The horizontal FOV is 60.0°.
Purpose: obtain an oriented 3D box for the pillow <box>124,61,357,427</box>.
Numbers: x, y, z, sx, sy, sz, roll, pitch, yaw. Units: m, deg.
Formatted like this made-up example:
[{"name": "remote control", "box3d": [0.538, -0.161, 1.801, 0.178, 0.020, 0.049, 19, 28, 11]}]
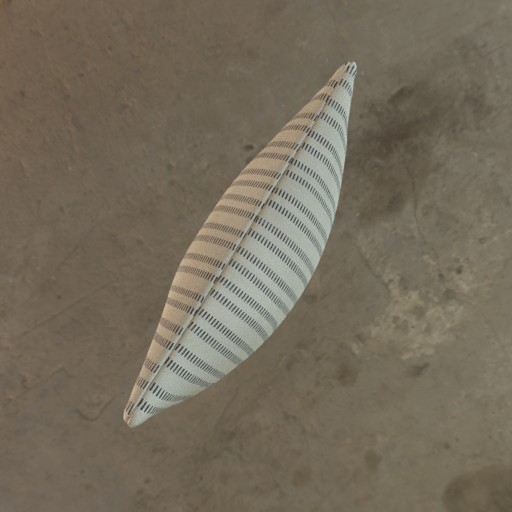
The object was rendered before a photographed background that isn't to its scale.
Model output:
[{"name": "pillow", "box3d": [0.000, 0.000, 0.802, 0.210, 0.353, 0.640, 30, 78, 7]}]
